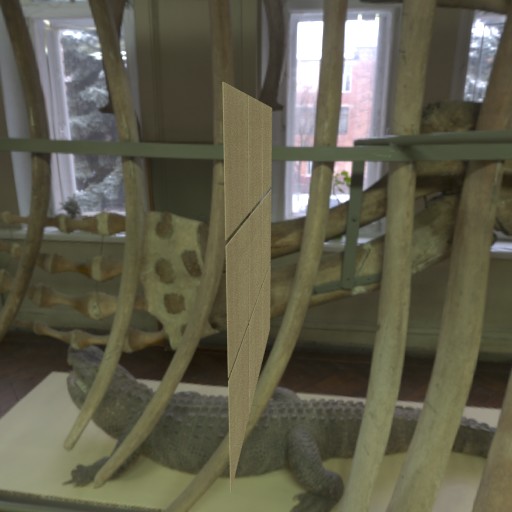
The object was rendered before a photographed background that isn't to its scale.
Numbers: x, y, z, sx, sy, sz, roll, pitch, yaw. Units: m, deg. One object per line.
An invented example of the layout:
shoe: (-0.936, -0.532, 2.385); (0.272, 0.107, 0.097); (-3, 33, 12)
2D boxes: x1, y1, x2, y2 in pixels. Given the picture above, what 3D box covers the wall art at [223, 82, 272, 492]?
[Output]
wall art: (0.000, 0.000, 2.257); (0.002, 1.505, 1.517); (2, 16, 7)
